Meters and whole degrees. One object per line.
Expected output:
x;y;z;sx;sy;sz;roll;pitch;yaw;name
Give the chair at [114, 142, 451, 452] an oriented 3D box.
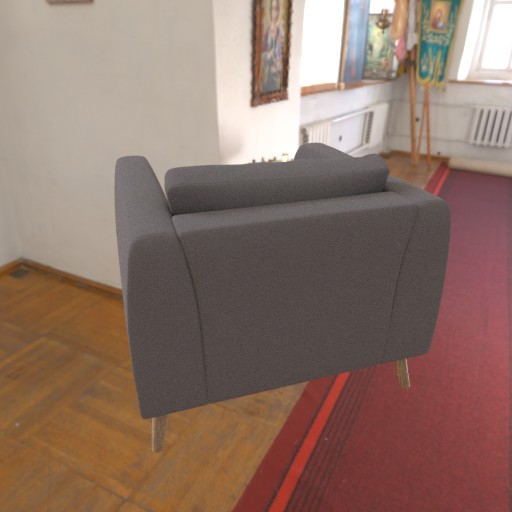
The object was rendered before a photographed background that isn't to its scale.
0.000;0.000;1.700;1.000;0.860;0.930;-8;27;-16;chair
